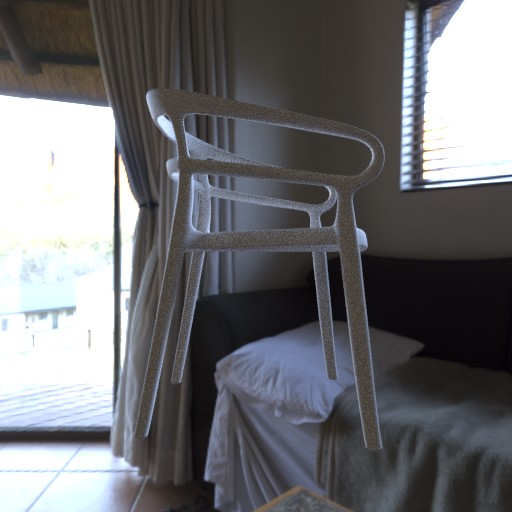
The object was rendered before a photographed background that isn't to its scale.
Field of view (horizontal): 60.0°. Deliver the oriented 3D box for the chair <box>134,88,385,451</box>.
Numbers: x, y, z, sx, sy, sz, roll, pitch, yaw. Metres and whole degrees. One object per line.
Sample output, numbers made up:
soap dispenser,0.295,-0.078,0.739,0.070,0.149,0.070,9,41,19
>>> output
chair,0.000,0.000,1.120,0.527,0.761,0.559,0,0,0
